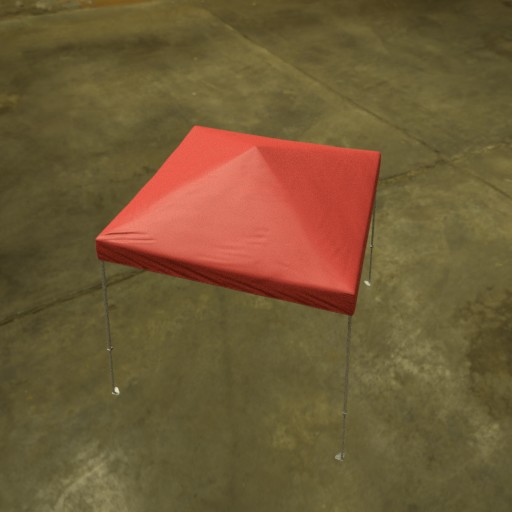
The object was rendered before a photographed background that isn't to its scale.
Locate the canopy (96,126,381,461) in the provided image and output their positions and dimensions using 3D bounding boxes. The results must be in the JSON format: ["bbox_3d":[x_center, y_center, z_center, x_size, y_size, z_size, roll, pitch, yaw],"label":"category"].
[{"bbox_3d":[0.000,0.000,5.201,2.849,2.849,2.848,11,44,12],"label":"canopy"}]
